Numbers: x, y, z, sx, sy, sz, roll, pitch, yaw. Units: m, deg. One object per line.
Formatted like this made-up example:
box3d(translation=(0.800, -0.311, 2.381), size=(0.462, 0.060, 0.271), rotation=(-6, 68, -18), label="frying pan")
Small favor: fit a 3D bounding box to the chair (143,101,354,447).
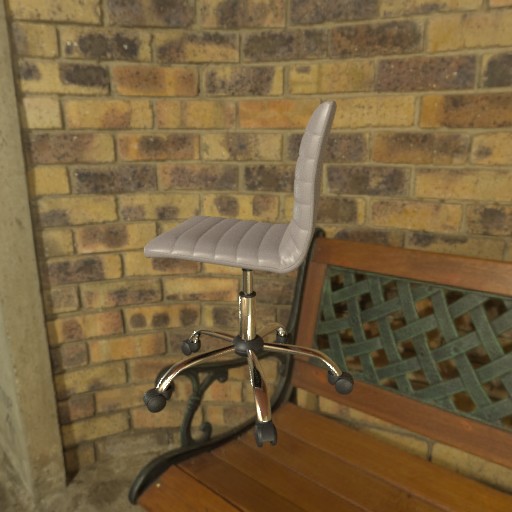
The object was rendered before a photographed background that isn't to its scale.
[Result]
box3d(translation=(0.000, 0.000, 1.166), size=(0.542, 0.750, 0.569), rotation=(2, 14, 8), label="chair")
